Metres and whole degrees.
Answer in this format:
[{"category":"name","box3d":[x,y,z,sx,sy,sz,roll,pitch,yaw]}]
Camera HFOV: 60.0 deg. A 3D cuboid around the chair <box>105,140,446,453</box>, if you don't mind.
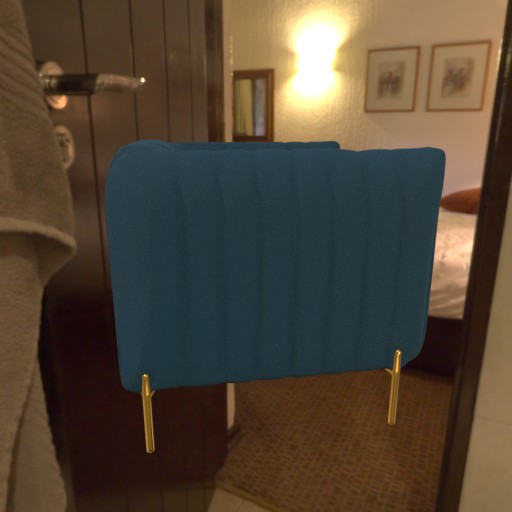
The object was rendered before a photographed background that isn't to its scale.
[{"category":"chair","box3d":[0.000,0.000,1.564,0.877,0.793,0.947,-3,16,-9]}]
